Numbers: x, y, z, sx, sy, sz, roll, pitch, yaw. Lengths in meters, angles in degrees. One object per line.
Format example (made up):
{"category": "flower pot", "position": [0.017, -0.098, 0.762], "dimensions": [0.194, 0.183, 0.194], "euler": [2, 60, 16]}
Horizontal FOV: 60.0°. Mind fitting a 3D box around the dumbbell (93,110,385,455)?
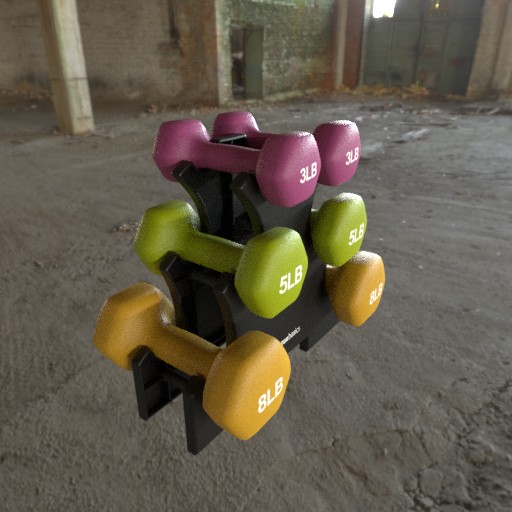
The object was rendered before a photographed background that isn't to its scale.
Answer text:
{"category": "dumbbell", "position": [0.000, 0.000, 0.463], "dimensions": [0.190, 0.271, 0.300], "euler": [18, 30, 33]}
